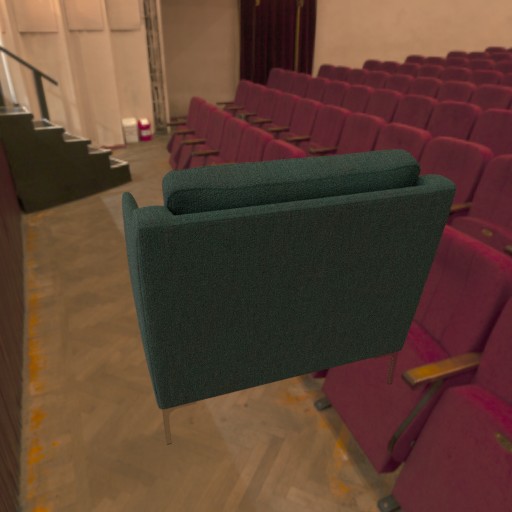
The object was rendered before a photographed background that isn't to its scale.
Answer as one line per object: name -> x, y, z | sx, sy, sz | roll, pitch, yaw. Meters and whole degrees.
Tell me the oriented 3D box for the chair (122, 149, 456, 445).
chair -> 0.000, 0.000, 1.532 | 0.847, 0.828, 0.849 | -9, 28, -17
